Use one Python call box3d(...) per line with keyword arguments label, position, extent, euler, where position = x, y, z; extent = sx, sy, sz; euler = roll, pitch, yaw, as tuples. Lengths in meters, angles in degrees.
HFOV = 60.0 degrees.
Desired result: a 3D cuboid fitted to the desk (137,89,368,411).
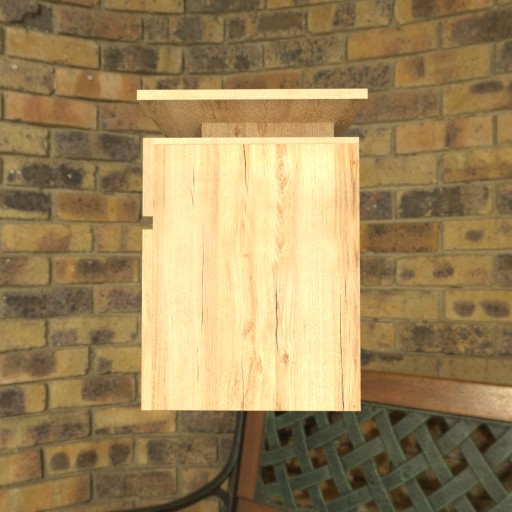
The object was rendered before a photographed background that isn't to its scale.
box3d(label="desk", position=(0.000, 0.000, 1.747), extent=(0.550, 0.760, 1.400), euler=(0, -1, 1))
